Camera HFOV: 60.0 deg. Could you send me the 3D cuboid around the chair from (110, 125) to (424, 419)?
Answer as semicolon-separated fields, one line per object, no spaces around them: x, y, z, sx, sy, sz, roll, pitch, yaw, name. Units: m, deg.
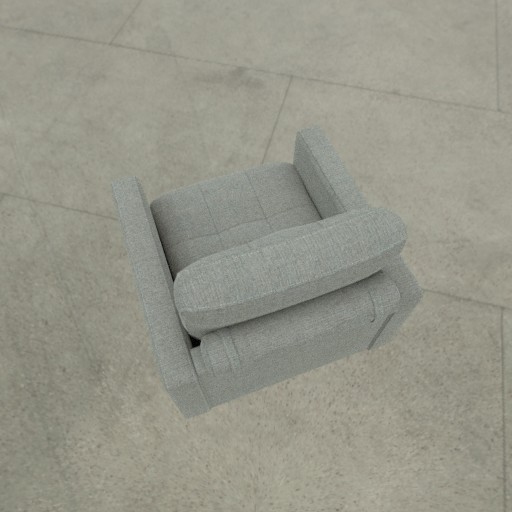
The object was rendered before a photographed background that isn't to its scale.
0.000;0.000;1.557;0.821;0.880;0.843;-18;61;-10;chair
